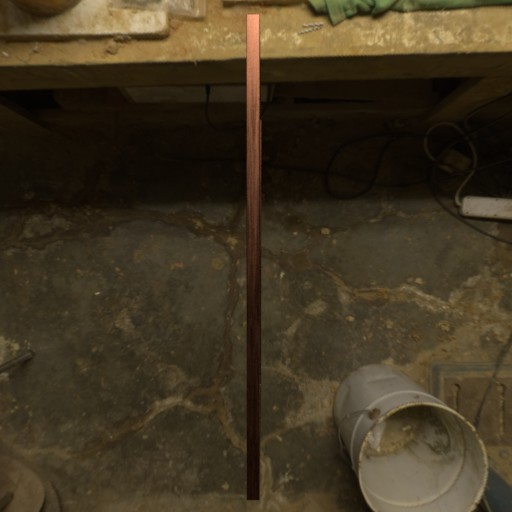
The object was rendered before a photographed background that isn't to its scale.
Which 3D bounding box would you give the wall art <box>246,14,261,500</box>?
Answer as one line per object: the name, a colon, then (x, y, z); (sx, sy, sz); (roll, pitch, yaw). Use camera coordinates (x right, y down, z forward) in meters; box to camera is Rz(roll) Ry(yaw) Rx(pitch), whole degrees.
wall art: (0.000, 0.000, 0.544); (0.012, 0.304, 0.431); (0, 92, 1)
